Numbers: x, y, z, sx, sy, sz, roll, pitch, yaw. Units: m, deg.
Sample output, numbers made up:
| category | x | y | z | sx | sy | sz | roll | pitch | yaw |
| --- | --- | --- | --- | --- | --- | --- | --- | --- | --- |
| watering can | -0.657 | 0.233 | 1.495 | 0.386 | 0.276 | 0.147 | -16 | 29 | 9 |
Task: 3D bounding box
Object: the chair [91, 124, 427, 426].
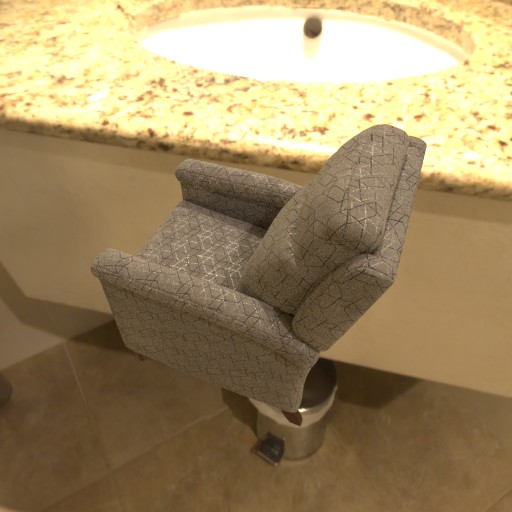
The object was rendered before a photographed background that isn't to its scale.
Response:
| category | x | y | z | sx | sy | sz | roll | pitch | yaw |
| --- | --- | --- | --- | --- | --- | --- | --- | --- | --- |
| chair | 0.000 | 0.000 | 1.714 | 0.987 | 1.048 | 0.753 | 16 | 48 | 15 |
